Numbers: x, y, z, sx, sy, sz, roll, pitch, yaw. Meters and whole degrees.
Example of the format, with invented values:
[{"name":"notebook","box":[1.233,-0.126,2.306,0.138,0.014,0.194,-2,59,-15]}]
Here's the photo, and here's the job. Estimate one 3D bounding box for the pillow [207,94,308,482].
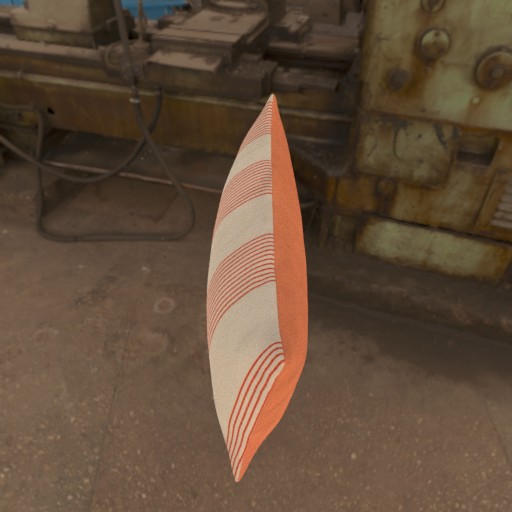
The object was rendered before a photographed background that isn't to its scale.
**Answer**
[{"name":"pillow","box":[0.000,0.000,0.735,0.156,0.292,0.608,0,43,0]}]
